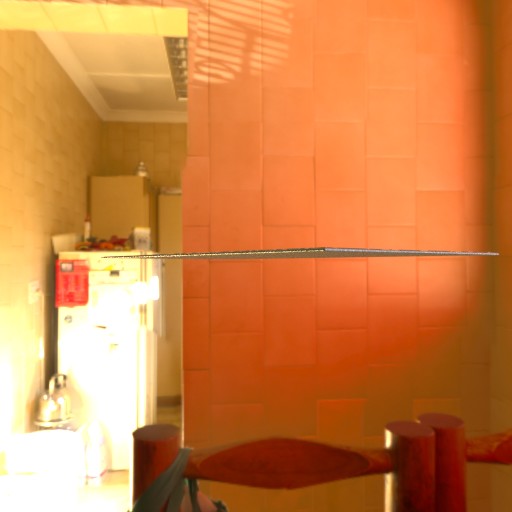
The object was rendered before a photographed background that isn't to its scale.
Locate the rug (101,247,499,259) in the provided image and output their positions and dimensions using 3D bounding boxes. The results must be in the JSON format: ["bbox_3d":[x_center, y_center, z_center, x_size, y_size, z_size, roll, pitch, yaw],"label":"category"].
[{"bbox_3d":[0.000,0.000,1.414,0.604,0.007,1.219,1,-1,-36],"label":"rug"}]
